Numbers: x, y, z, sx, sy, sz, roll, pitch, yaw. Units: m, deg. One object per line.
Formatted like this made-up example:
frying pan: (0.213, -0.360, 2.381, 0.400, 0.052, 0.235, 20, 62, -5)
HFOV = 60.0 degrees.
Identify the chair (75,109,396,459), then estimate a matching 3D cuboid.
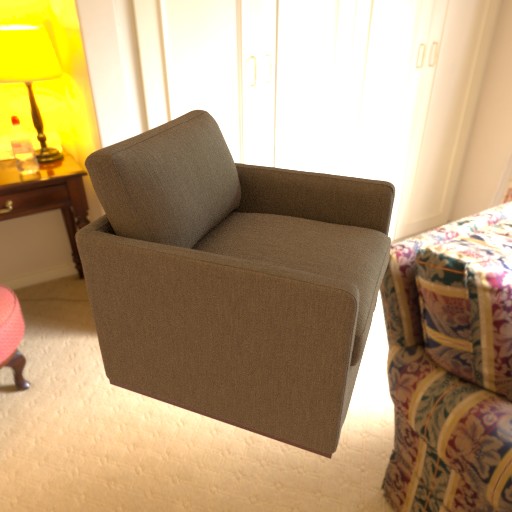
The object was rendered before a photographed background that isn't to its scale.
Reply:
chair: (0.000, 0.000, 1.502, 0.834, 0.811, 0.763, 11, 32, 19)
